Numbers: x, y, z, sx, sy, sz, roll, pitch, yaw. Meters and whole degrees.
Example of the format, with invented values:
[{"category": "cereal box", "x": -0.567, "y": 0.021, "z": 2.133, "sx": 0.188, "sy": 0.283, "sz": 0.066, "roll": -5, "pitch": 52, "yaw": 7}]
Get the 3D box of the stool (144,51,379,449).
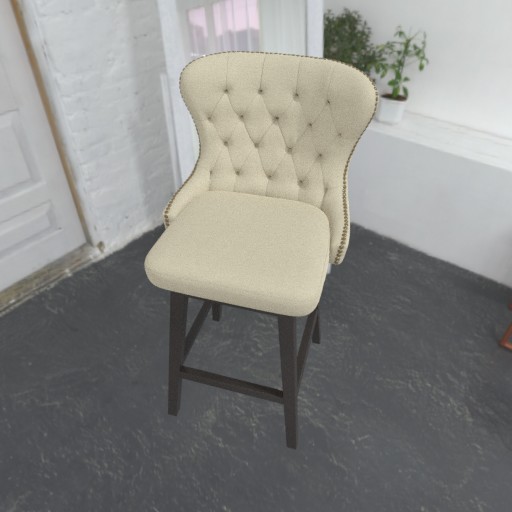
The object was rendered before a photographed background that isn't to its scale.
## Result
[{"category": "stool", "x": 0.000, "y": 0.000, "z": 1.297, "sx": 0.528, "sy": 0.971, "sz": 0.593, "roll": 11, "pitch": 42, "yaw": 12}]
